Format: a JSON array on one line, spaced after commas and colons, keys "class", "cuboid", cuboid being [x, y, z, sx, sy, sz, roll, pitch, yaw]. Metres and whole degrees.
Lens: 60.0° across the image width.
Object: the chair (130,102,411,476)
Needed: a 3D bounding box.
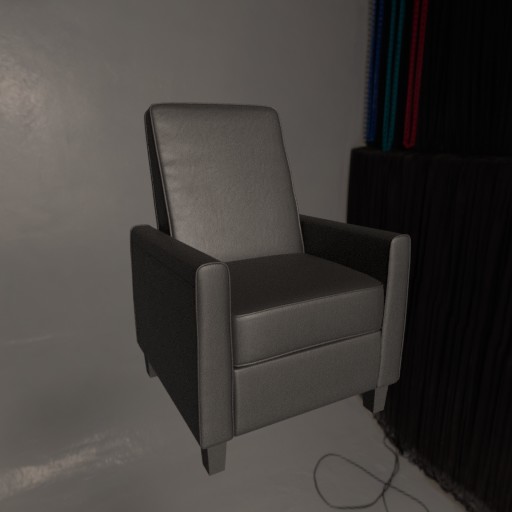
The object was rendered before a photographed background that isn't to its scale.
[{"class": "chair", "cuboid": [0.000, 0.000, 1.503, 0.705, 1.013, 0.746, -8, 18, -27]}]
